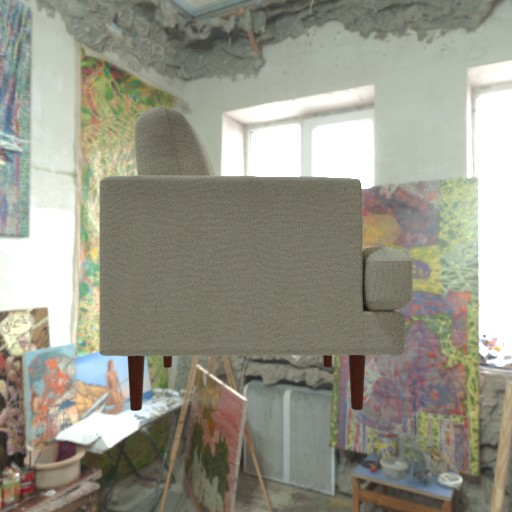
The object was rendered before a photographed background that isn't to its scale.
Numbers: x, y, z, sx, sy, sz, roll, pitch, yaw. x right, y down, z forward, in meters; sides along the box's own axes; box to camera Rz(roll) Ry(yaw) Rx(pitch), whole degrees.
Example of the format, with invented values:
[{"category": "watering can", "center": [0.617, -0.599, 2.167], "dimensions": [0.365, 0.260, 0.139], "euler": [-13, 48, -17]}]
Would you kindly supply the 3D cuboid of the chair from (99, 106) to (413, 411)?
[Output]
[{"category": "chair", "center": [0.000, 0.000, 1.657], "dimensions": [0.899, 0.957, 0.858], "euler": [0, 0, -1]}]
